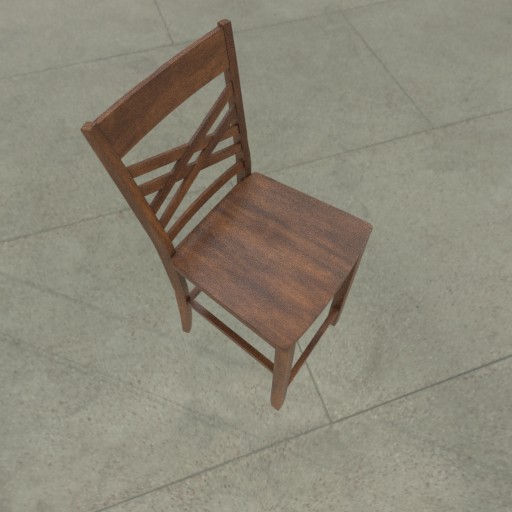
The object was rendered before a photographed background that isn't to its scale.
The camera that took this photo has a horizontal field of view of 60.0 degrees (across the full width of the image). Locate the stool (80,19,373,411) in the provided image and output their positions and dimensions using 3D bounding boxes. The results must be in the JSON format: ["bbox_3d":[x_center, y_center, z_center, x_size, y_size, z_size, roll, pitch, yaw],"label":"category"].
[{"bbox_3d":[0.000,0.000,1.336,0.539,1.079,0.462,31,63,18],"label":"stool"}]
